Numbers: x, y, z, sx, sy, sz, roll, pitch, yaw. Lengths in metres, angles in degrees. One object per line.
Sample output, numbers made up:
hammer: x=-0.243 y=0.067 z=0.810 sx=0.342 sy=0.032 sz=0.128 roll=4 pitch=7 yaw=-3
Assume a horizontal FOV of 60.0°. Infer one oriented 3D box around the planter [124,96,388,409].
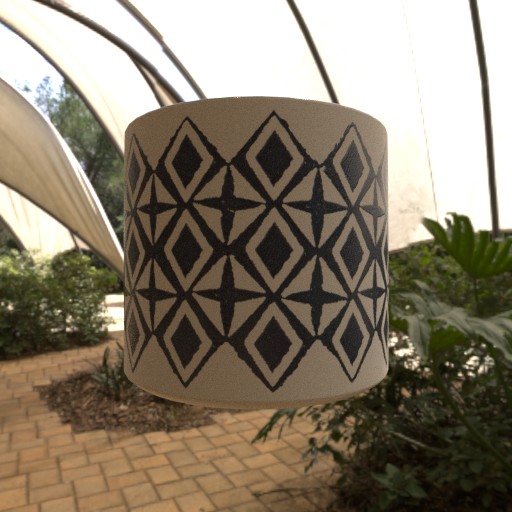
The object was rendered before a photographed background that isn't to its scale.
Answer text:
planter: x=0.000 y=0.000 z=0.391 sx=0.224 sy=0.203 sz=0.224 roll=0 pitch=0 yaw=0
